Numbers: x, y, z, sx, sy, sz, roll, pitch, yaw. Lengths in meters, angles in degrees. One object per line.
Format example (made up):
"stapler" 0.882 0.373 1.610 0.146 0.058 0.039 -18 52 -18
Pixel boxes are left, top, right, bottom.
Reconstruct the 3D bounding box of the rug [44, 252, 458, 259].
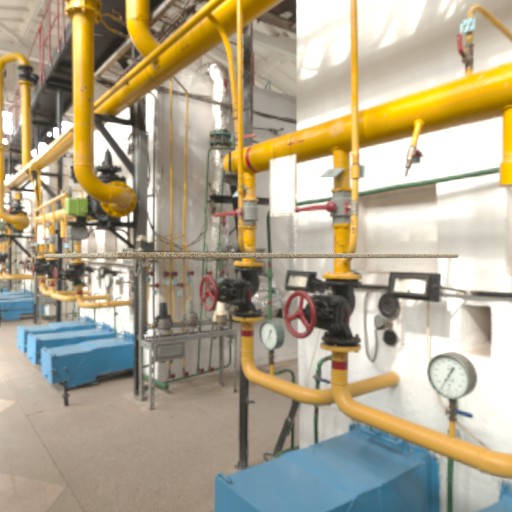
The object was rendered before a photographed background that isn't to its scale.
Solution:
"rug" 0.000 0.000 2.976 2.346 0.025 1.500 0 0 -35
